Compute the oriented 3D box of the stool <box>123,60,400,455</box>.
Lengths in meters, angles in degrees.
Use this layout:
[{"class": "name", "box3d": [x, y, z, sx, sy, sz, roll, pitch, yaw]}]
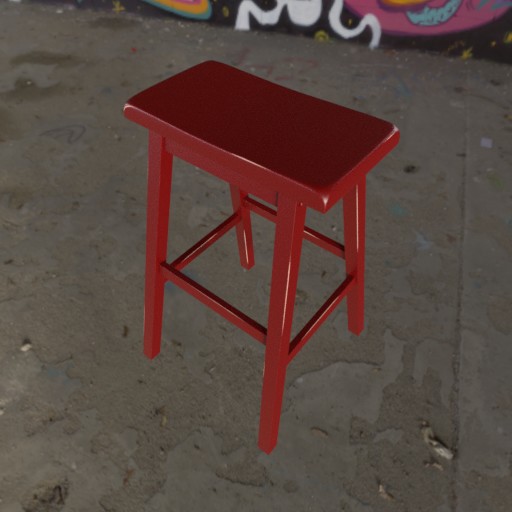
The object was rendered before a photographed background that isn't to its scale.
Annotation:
[{"class": "stool", "box3d": [0.000, 0.000, 1.050, 0.457, 0.737, 0.476, 30, 53, 25]}]
